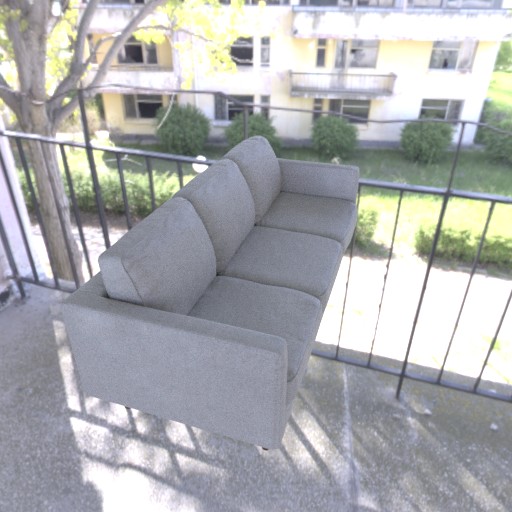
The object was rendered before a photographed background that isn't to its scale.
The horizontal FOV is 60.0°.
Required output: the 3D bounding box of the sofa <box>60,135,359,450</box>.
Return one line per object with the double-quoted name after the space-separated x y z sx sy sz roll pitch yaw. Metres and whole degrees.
0.000 0.000 2.524 0.944 0.918 1.983 10 32 16 "sofa"
